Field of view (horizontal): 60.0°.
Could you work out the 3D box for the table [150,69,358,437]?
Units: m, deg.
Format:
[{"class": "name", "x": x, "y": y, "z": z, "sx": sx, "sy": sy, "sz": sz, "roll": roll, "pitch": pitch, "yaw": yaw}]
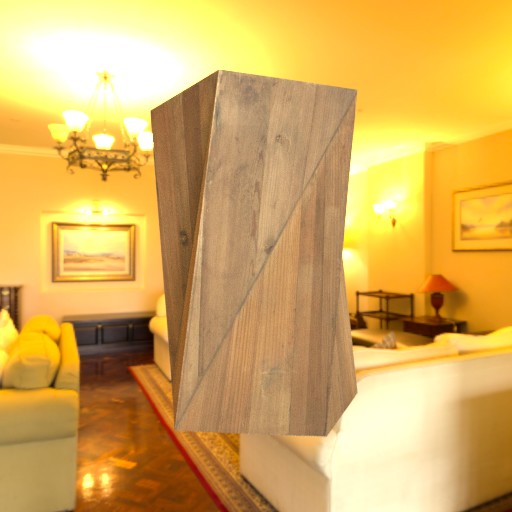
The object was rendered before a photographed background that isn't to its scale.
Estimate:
[{"class": "table", "x": 0.000, "y": 0.000, "z": 0.927, "sx": 0.425, "sy": 0.604, "sz": 0.441, "roll": 0, "pitch": 0, "yaw": 18}]
